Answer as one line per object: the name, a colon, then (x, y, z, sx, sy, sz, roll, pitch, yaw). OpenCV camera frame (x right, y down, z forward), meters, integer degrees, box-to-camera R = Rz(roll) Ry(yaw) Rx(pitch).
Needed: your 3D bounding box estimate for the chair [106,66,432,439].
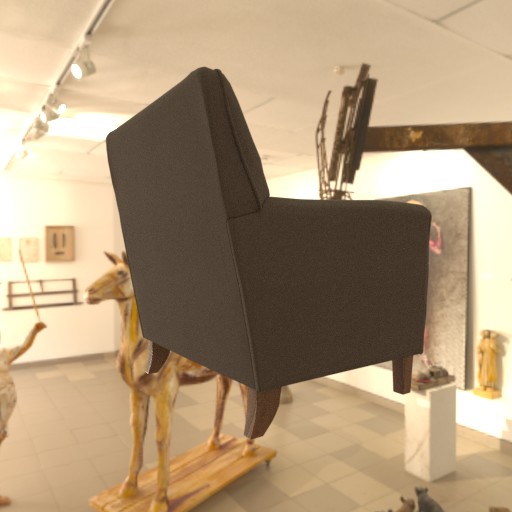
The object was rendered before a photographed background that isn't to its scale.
chair: (0.000, 0.000, 1.562, 0.831, 0.911, 0.836, -1, 1, -34)
